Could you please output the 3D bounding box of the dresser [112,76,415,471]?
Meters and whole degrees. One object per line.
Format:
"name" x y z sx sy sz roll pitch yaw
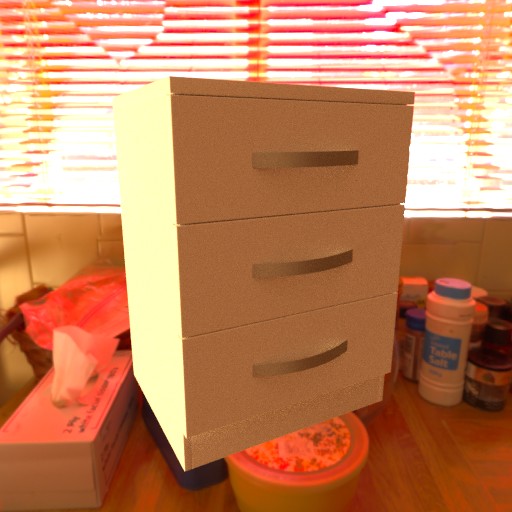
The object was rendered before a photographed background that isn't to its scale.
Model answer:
"dresser" 0.000 0.000 0.815 0.400 0.560 0.360 -8 17 -27
